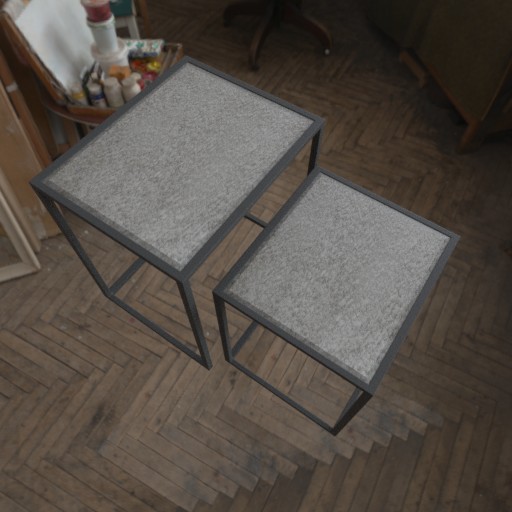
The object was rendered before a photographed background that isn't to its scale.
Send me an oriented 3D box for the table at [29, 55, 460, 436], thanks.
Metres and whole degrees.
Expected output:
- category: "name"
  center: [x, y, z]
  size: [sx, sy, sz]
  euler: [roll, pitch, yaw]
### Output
- category: "table"
  center: [0.000, 0.000, 1.135]
  size: [0.788, 0.540, 0.508]
  euler: [31, 64, 17]
